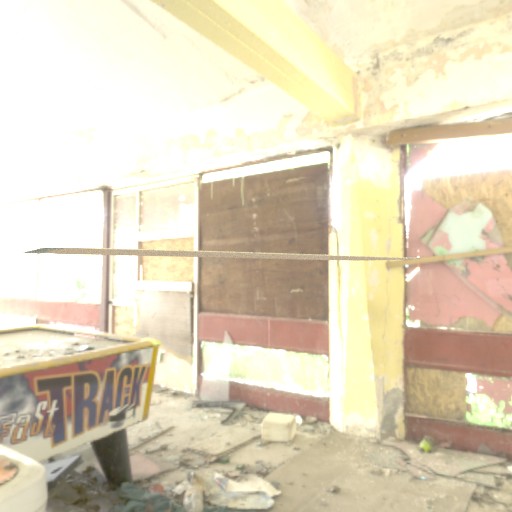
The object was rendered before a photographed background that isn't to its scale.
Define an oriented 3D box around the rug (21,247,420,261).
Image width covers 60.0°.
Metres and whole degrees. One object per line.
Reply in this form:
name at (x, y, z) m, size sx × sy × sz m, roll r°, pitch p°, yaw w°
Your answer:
rug at (0.000, 0.000, 2.585) m, size 2.372 × 0.008 × 0.620 m, roll 1°, pitch -3°, yaw -35°
